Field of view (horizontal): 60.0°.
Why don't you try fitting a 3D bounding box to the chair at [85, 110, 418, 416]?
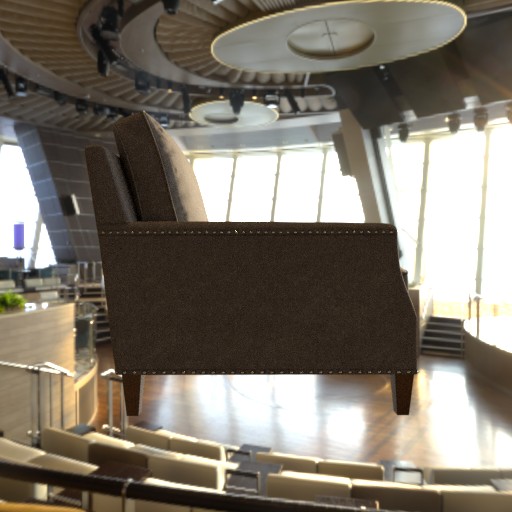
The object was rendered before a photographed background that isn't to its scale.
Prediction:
[{"bbox_3d":[0.000,0.000,1.723,1.014,0.948,0.853,0,1,0],"label":"chair"}]
